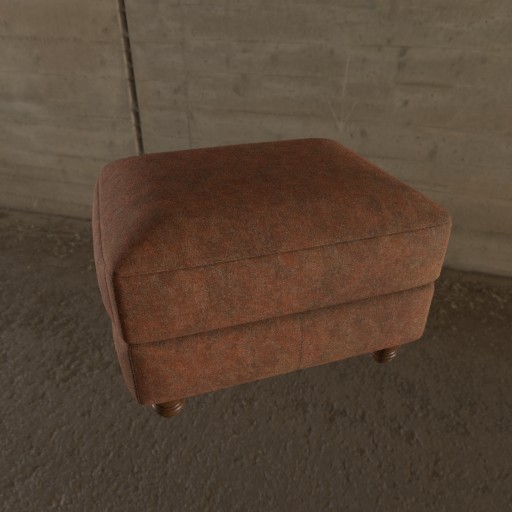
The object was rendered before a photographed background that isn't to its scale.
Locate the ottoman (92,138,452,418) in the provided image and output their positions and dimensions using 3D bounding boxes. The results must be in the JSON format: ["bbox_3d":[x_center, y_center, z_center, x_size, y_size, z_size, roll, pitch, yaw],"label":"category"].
[{"bbox_3d":[0.000,0.000,1.191,0.787,0.508,0.635,-9,32,-15],"label":"ottoman"}]
